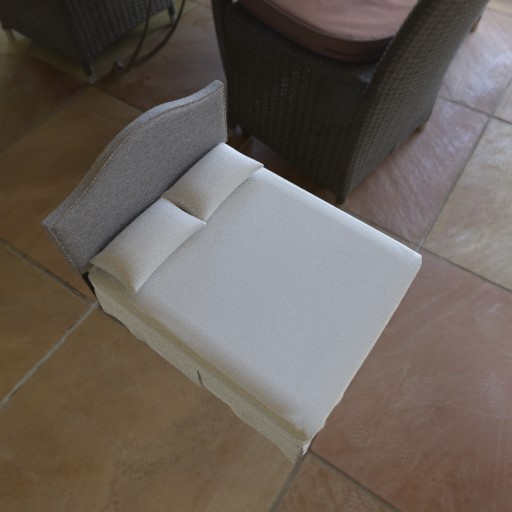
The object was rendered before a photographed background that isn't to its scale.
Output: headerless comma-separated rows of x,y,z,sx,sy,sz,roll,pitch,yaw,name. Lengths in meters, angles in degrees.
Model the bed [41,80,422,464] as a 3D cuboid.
0.000,0.000,2.933,1.870,1.295,1.610,32,64,18,bed
